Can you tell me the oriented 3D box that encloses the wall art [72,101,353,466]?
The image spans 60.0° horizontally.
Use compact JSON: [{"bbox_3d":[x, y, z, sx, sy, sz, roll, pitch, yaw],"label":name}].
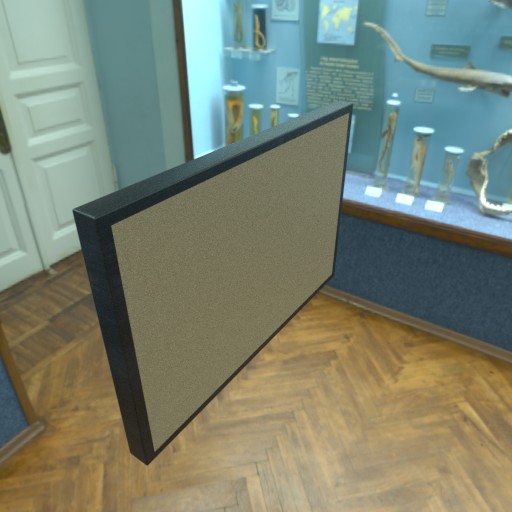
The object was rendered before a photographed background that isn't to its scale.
[{"bbox_3d":[0.000,0.000,0.767,0.038,0.409,0.610,20,37,29],"label":"wall art"}]
